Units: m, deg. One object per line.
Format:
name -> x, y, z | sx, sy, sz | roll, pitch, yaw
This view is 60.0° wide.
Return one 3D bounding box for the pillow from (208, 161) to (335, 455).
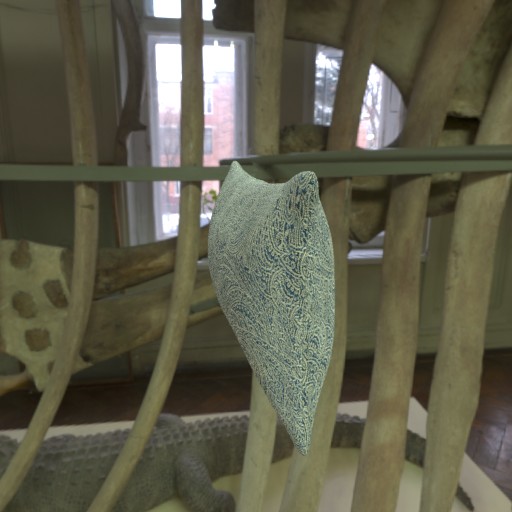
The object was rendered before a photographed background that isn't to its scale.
pillow -> 0.000, 0.000, 0.721 | 0.151, 0.295, 0.615 | -2, 13, -9
